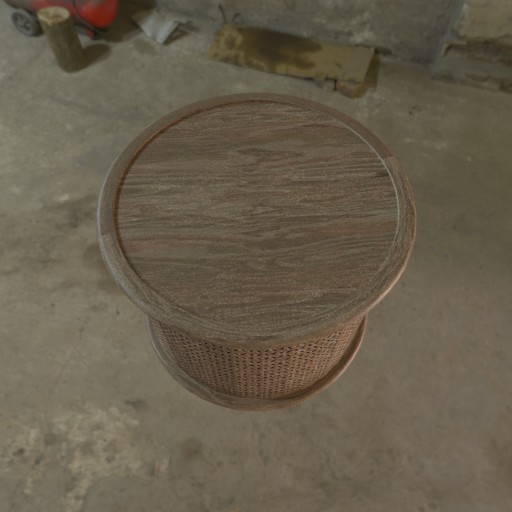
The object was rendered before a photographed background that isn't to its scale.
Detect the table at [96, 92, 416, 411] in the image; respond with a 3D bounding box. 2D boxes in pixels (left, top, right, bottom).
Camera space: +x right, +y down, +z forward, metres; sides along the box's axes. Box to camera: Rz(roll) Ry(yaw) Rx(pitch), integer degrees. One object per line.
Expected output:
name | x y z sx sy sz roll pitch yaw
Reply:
table | 0.000 0.000 1.036 0.607 0.450 0.607 0 58 0
